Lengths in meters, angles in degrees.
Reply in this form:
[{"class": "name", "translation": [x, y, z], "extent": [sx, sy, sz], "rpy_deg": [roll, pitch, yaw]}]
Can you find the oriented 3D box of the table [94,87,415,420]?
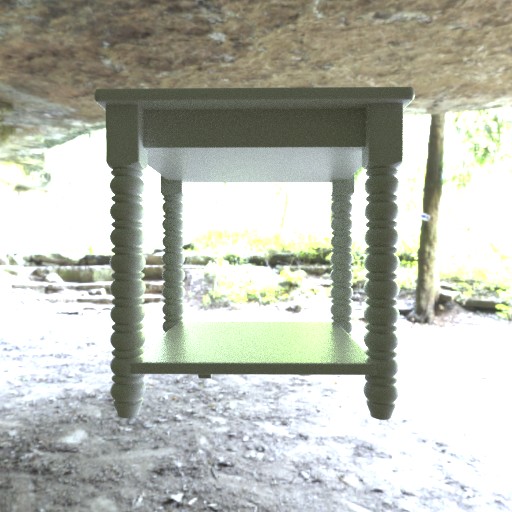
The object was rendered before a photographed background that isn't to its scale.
[{"class": "table", "translation": [0.000, 0.000, 0.983], "extent": [0.533, 0.563, 0.500], "rpy_deg": [0, 1, 1]}]
